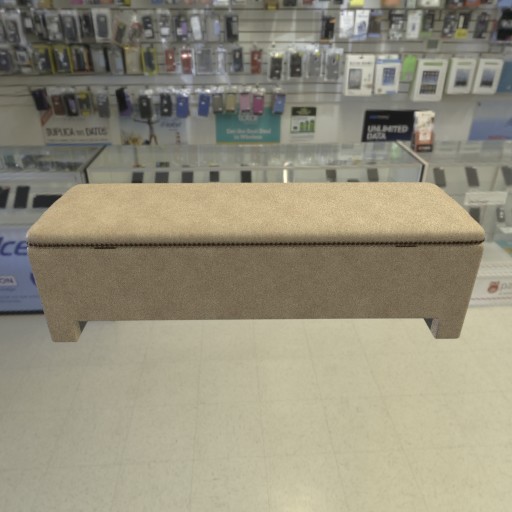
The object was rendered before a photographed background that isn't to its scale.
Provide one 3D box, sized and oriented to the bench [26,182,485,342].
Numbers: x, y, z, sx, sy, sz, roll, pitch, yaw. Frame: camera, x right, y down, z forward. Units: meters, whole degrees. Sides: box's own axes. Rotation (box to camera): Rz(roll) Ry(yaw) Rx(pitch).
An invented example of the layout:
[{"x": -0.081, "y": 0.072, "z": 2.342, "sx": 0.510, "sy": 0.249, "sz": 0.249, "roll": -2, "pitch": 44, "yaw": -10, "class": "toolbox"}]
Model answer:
[{"x": 0.000, "y": 0.000, "z": 1.684, "sx": 1.482, "sy": 0.447, "sz": 0.470, "roll": 0, "pitch": 29, "yaw": -1, "class": "bench"}]
